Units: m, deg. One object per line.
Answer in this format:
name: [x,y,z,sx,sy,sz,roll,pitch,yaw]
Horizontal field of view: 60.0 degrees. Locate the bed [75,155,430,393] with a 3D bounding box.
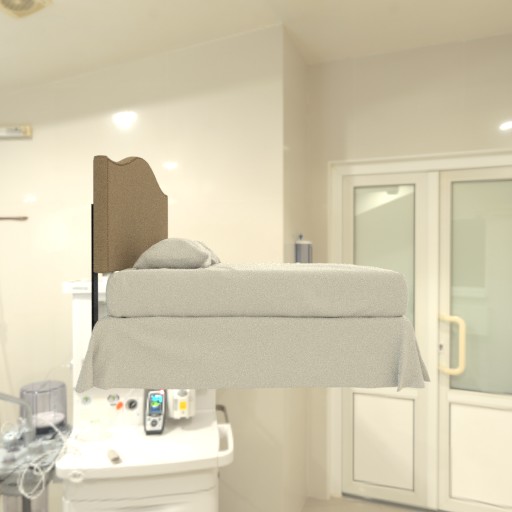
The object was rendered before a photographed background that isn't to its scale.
bed: [0.000,0.000,3.812,2.222,1.651,2.311,0,1,0]
